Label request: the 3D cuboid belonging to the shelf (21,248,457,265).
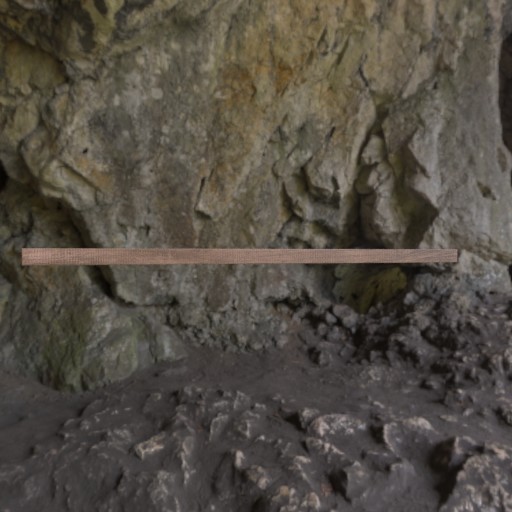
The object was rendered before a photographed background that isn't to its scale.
[{"bbox_3d":[0.000,0.000,0.668,0.610,0.020,0.140,0,0,-16],"label":"shelf"}]
